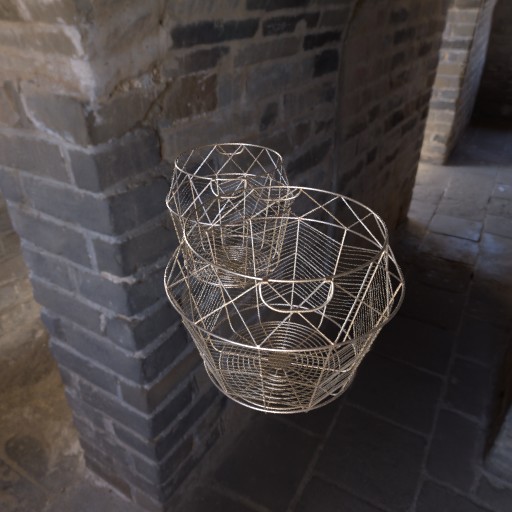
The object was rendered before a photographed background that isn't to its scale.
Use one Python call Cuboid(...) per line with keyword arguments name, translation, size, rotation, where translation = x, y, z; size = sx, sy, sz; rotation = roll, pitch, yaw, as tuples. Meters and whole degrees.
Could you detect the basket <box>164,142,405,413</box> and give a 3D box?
Cuboid(name="basket", translation=(0.000, 0.000, 1.037), size=(0.451, 0.343, 0.805), rotation=(-9, 33, -15))
